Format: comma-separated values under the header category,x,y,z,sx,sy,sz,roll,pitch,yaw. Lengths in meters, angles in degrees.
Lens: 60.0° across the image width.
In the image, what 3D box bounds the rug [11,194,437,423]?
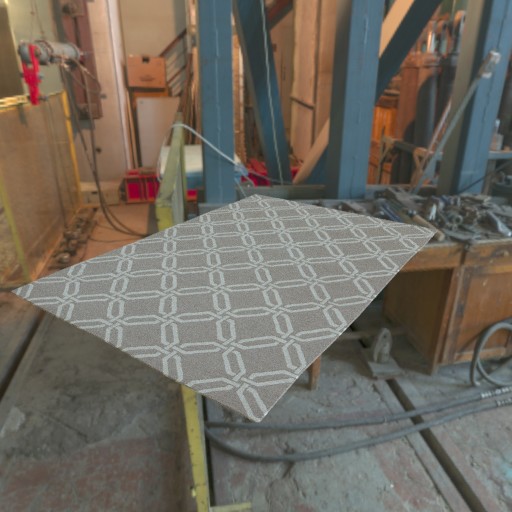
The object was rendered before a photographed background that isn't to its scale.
category,x,y,z,sx,sy,sz,roll,pitch,yaw
rug,0.000,0.000,2.603,1.524,0.013,2.135,16,29,32
